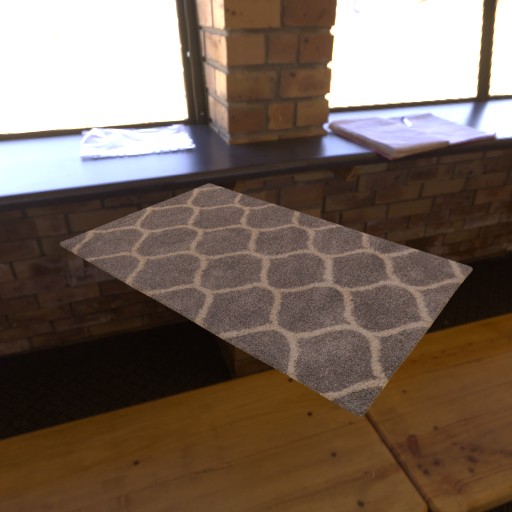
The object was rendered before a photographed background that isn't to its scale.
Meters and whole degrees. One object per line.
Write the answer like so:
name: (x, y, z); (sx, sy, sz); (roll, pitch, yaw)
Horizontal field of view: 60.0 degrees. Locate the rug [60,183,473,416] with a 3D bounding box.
rug: (0.000, 0.000, 2.962); (2.348, 0.025, 1.501); (22, 37, 33)
